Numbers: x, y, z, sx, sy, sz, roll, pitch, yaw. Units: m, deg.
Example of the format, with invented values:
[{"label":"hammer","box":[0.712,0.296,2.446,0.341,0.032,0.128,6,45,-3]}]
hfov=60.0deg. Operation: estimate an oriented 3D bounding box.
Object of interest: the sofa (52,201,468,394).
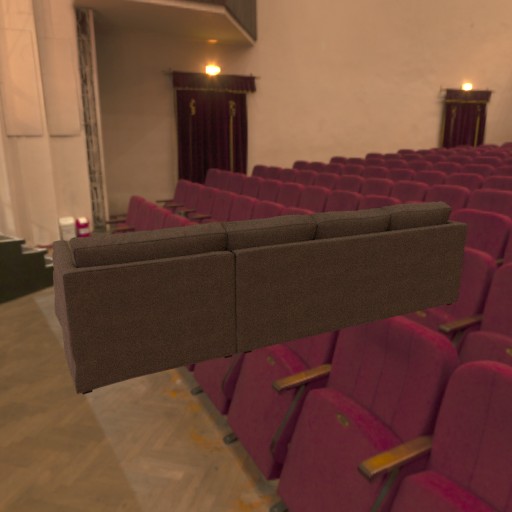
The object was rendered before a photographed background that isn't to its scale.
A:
[{"label":"sofa","box":[0.000,0.000,3.814,3.205,0.922,1.650,-8,17,-26]}]
